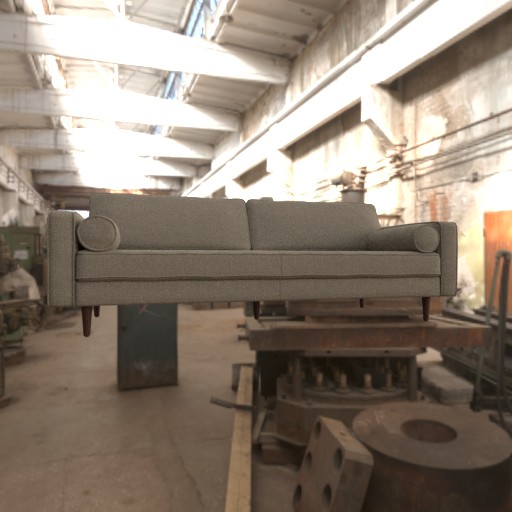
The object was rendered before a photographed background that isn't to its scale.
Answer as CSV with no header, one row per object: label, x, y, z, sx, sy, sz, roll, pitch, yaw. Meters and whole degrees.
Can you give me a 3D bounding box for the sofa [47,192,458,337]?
sofa,0.000,0.000,2.678,2.211,0.762,0.914,0,0,-16
